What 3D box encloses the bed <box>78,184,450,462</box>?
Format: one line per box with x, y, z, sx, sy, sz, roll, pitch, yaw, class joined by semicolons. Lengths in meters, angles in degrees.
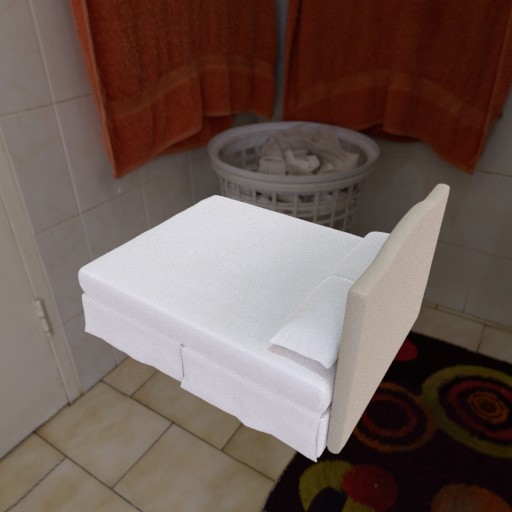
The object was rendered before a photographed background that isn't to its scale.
0.000;0.000;3.734;2.477;1.437;1.977;20;37;28;bed
